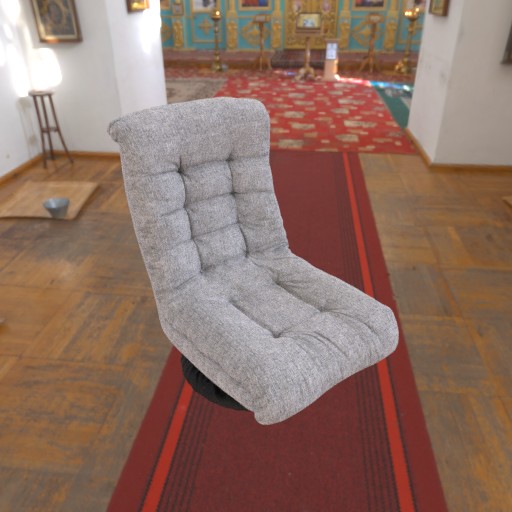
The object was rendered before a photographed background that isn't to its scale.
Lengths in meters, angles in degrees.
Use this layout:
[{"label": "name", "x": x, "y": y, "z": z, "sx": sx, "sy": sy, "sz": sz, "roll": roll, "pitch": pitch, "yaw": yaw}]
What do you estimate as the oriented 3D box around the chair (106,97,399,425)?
[{"label": "chair", "x": 0.000, "y": 0.000, "z": 0.997, "sx": 0.400, "sy": 0.600, "sz": 0.583, "roll": -21, "pitch": 36, "yaw": -33}]
